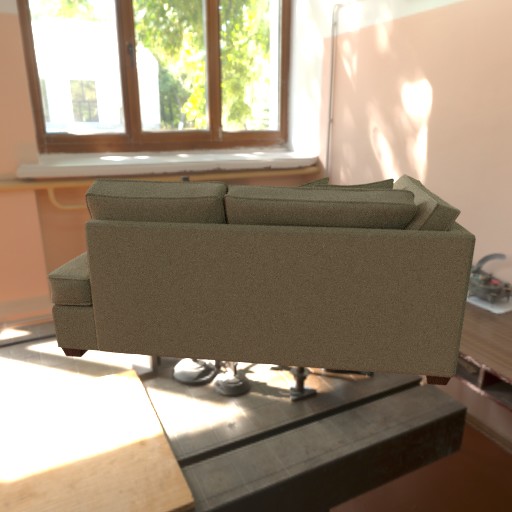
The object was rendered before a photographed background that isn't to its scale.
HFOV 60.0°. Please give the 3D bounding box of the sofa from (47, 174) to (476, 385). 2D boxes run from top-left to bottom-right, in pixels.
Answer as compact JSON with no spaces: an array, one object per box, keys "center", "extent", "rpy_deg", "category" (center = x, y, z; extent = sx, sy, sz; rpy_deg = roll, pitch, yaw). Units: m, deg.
[{"center":[0.000,0.000,2.810],"extent":[2.237,1.033,1.110],"rpy_deg":[2,17,8],"category":"sofa"}]
